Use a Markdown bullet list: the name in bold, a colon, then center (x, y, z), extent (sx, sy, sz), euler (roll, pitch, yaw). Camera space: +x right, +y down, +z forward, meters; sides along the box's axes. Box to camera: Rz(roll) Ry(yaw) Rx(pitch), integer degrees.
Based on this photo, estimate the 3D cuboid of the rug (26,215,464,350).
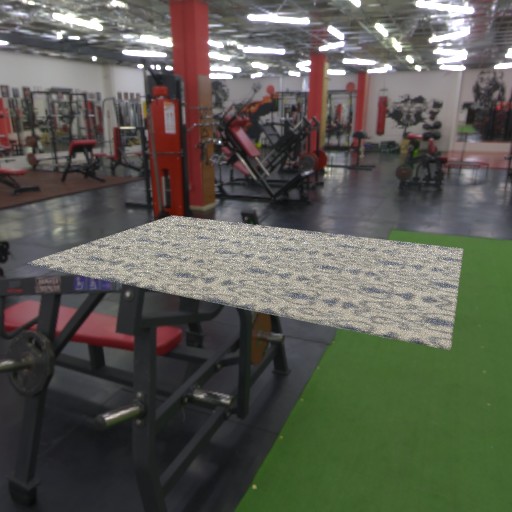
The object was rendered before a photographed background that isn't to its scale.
- **rug**: center (0.000, 0.000, 1.963), extent (1.652, 0.006, 1.035), euler (8, 19, 24)
